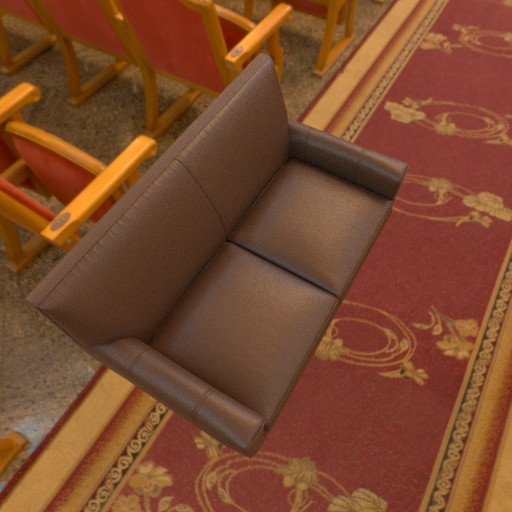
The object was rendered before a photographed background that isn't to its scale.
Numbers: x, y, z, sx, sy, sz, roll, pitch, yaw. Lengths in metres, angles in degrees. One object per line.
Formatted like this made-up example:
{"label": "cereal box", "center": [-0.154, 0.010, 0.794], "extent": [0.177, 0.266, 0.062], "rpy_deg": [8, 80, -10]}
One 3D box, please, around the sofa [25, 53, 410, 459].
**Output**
{"label": "sofa", "center": [0.000, 0.000, 1.984], "extent": [0.853, 0.859, 1.468], "rpy_deg": [27, 63, 15]}
